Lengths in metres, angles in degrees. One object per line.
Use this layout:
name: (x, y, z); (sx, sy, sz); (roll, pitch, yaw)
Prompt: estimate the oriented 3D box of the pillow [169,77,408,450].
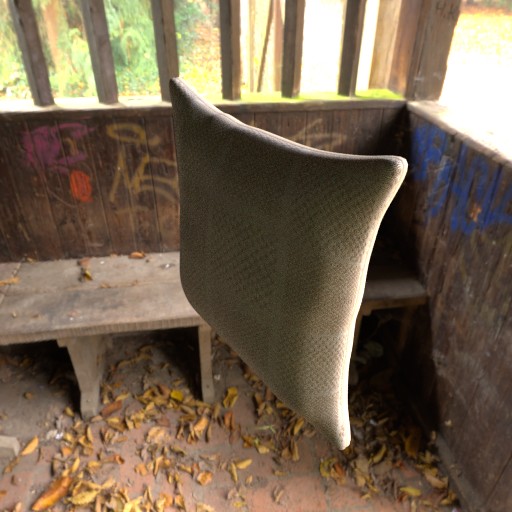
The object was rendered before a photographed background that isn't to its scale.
pillow: (0.000, 0.000, 0.657); (0.138, 0.432, 0.436); (-22, 39, -30)
